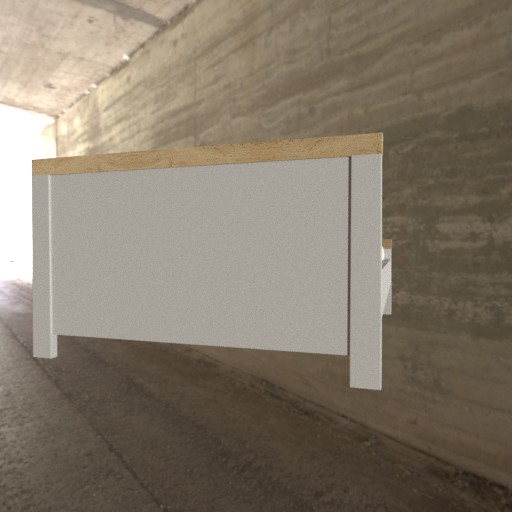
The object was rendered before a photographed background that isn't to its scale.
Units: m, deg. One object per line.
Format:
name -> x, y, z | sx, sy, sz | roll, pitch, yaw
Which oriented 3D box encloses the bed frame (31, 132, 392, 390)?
bed frame -> 0.000, 0.000, 2.912 | 1.670, 0.980, 2.050 | 0, 1, 18
